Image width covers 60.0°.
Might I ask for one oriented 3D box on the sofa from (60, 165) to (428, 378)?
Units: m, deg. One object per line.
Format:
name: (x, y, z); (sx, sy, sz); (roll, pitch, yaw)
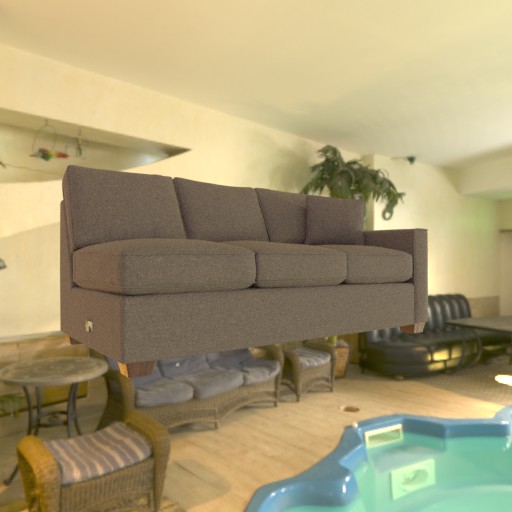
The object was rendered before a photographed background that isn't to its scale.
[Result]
sofa: (0.000, 0.000, 2.580); (1.963, 0.946, 1.034); (1, -1, -36)
